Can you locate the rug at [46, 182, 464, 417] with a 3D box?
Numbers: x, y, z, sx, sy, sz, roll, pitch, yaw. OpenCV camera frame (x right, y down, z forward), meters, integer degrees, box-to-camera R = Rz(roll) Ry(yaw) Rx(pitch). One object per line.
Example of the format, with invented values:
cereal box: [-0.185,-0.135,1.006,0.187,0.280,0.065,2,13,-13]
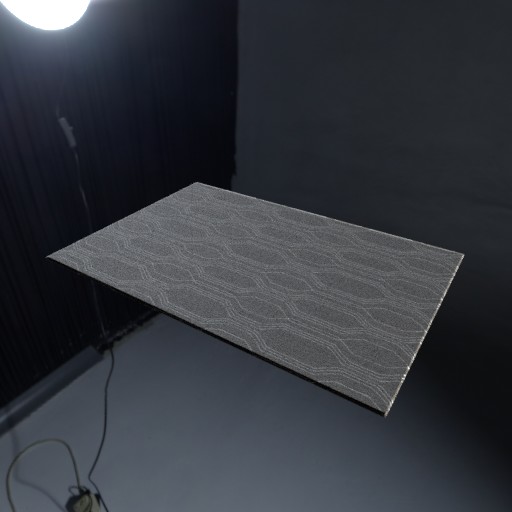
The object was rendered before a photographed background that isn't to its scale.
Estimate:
rug: [0.000,0.000,2.338,1.836,0.012,1.239,19,36,28]
